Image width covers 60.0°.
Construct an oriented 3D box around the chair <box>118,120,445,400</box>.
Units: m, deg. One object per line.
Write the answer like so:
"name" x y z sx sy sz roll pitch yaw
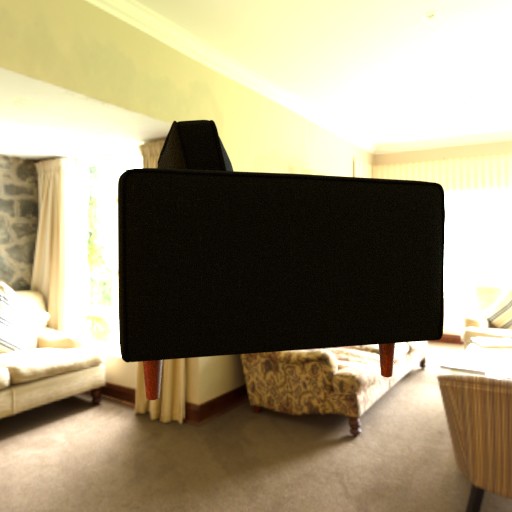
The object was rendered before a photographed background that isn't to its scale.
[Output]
"chair" 0.000 0.000 1.568 0.920 0.770 0.899 0 2 -16
